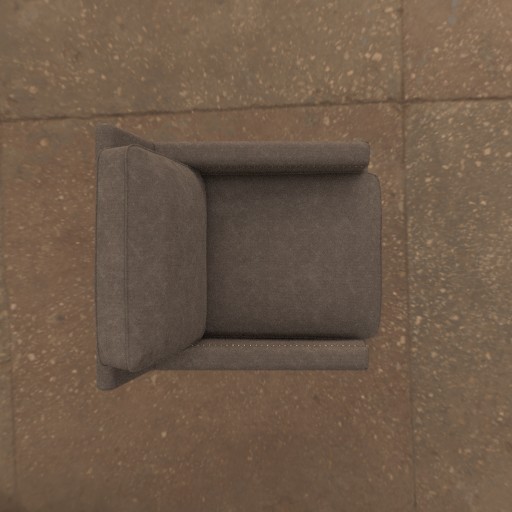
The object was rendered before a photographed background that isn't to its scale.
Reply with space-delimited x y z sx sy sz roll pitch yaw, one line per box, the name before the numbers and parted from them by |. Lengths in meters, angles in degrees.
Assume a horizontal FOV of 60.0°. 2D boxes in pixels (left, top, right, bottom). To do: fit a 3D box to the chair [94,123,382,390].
chair | 0.000 0.000 1.720 1.014 0.948 0.853 0 91 0
